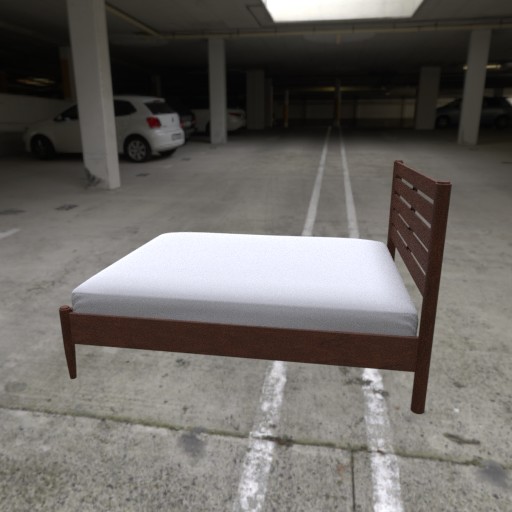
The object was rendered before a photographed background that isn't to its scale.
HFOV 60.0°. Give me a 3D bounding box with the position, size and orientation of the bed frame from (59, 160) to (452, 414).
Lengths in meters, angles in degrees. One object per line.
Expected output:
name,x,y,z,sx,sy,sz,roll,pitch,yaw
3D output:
bed frame,0.000,0.000,3.307,2.234,1.321,1.655,3,16,9
